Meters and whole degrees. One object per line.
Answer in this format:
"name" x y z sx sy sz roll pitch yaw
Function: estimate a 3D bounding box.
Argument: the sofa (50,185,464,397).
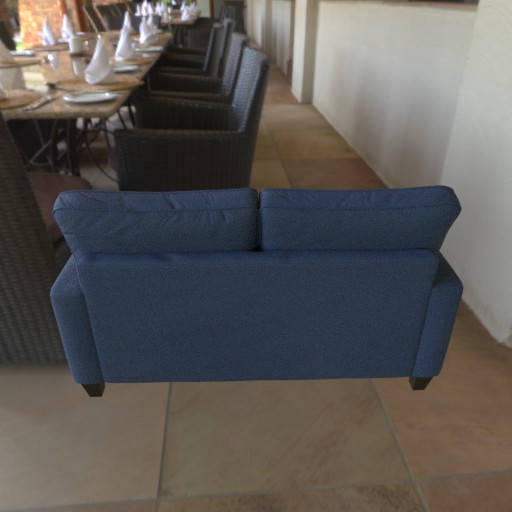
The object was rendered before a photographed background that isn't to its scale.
"sofa" 0.000 0.000 2.175 1.651 0.965 0.965 -1 30 -1
